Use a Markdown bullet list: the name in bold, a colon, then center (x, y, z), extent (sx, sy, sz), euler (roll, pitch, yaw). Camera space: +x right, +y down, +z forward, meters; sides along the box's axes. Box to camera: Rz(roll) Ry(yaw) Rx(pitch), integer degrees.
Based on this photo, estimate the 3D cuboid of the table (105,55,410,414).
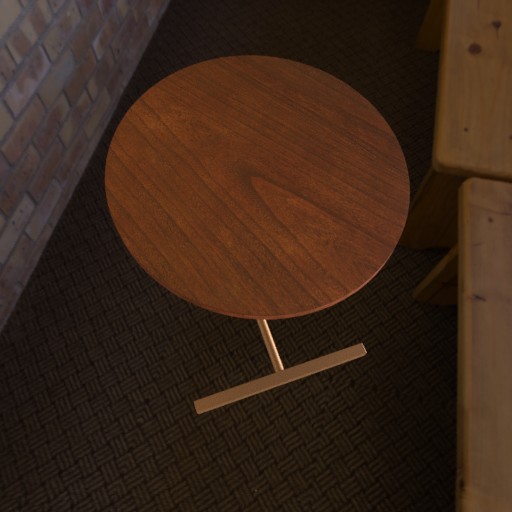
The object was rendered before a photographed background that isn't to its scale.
- **table**: center (0.000, 0.000, 1.102), extent (0.530, 0.706, 0.577), euler (-17, 63, -9)
